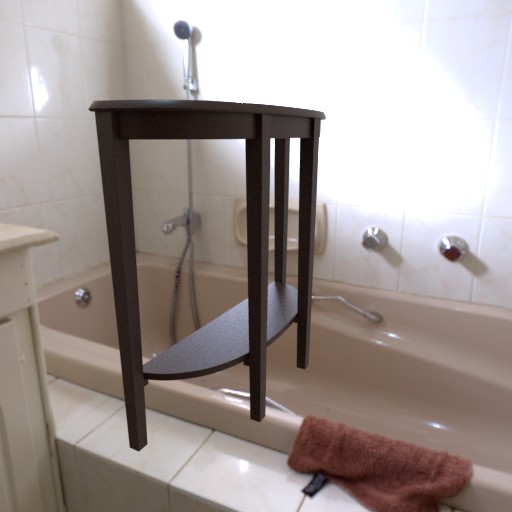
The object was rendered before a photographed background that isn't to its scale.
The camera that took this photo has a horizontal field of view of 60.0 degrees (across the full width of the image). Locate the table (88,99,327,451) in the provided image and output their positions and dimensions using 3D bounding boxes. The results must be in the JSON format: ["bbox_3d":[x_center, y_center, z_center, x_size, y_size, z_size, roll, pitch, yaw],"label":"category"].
[{"bbox_3d":[0.000,0.000,1.318,0.274,0.831,0.909,8,17,27],"label":"table"}]
